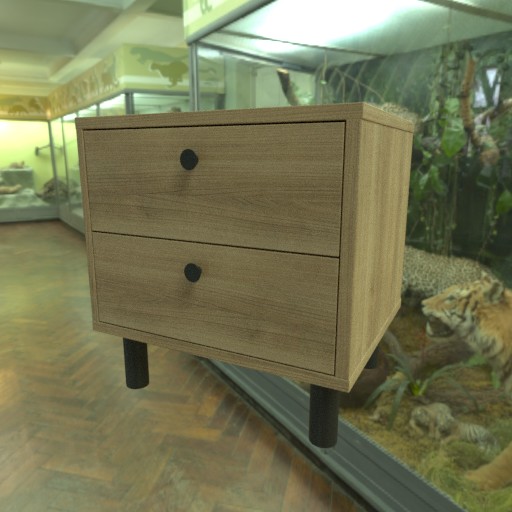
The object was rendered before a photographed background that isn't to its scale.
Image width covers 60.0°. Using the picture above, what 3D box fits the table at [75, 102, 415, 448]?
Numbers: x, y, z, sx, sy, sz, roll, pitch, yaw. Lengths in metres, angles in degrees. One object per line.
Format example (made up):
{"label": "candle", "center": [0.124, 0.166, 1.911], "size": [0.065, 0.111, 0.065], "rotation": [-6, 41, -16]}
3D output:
{"label": "table", "center": [0.000, 0.000, 0.783], "size": [0.445, 0.460, 0.380], "rotation": [7, 14, 27]}
